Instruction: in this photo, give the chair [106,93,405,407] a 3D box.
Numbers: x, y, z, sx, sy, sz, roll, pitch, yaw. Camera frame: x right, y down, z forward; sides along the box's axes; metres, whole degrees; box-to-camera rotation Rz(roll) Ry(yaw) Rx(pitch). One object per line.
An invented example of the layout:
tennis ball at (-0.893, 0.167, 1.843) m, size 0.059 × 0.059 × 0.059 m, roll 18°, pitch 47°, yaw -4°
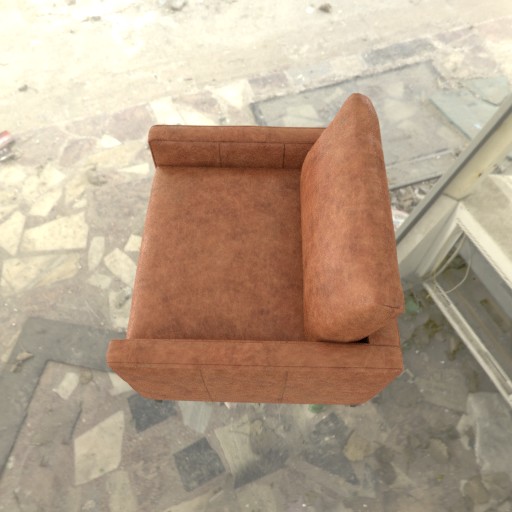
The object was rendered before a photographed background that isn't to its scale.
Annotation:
chair at (0.000, 0.000, 1.633) m, size 0.862 × 0.869 × 0.967 m, roll 1°, pitch 61°, yaw 1°
